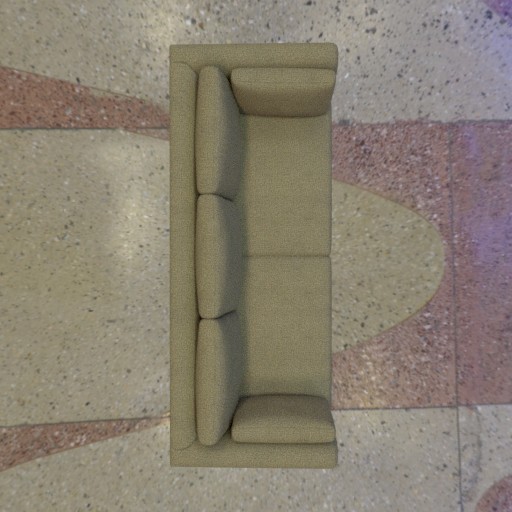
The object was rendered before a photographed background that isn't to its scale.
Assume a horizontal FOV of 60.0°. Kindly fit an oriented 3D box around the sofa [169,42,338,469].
[{"bbox_3d":[0.000,0.000,2.824,0.969,0.867,2.415,0,90,2],"label":"sofa"}]
